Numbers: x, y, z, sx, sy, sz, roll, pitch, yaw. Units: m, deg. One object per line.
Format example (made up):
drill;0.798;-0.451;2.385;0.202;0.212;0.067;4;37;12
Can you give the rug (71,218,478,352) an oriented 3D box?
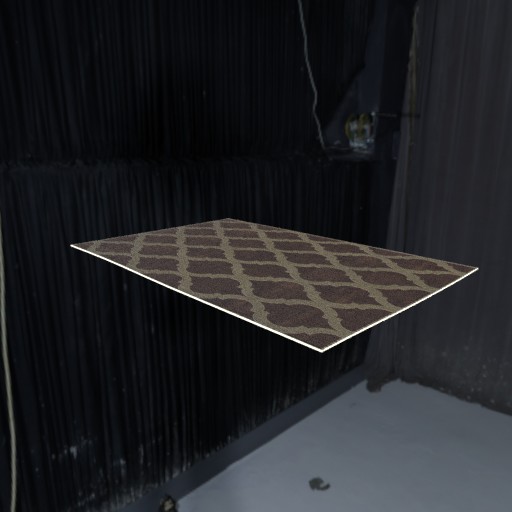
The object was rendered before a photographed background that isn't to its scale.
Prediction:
rug;0.000;0.000;2.925;1.522;0.008;2.284;-14;21;-42
